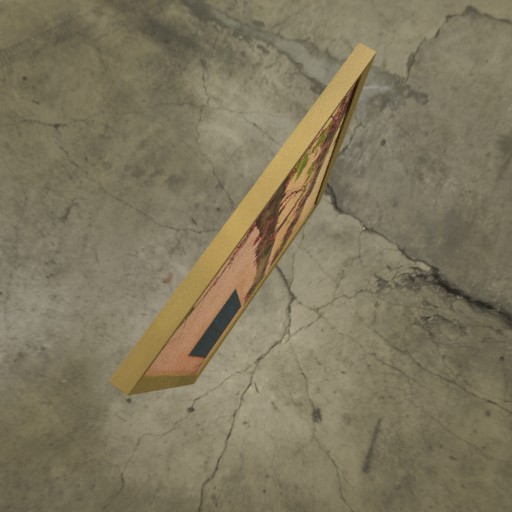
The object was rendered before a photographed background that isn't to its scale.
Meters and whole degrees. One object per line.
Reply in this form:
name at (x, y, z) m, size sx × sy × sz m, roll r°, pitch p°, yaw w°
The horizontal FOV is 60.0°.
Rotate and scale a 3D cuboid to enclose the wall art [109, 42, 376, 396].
wall art at (0.000, 0.000, 1.140) m, size 0.038 × 0.762 × 0.762 m, roll 33°, pitch 78°, yaw 8°
